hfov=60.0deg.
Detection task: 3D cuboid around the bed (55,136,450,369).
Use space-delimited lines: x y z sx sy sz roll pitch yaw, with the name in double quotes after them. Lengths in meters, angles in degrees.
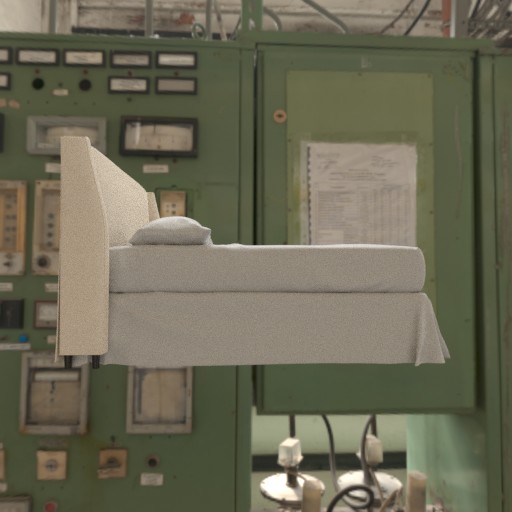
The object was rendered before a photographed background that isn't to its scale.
0.000 0.000 3.437 2.276 1.332 1.925 0 -2 -1 "bed"
